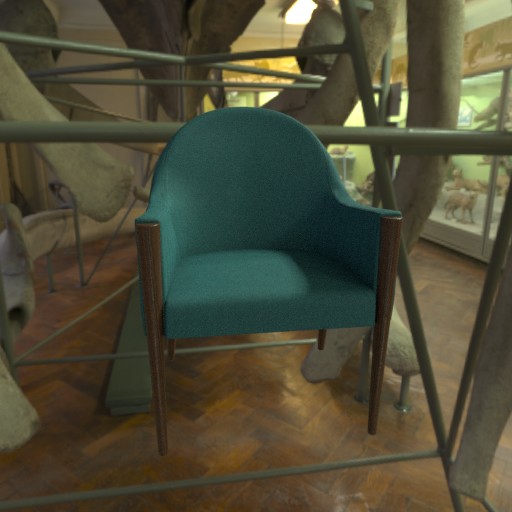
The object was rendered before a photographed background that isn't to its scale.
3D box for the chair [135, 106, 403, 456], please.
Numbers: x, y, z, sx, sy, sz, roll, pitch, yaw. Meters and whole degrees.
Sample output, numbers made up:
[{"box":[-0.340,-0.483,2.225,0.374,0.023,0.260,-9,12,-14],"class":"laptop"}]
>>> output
[{"box":[0.000,0.000,1.364,0.656,0.907,0.652,-2,16,-8],"class":"chair"}]
